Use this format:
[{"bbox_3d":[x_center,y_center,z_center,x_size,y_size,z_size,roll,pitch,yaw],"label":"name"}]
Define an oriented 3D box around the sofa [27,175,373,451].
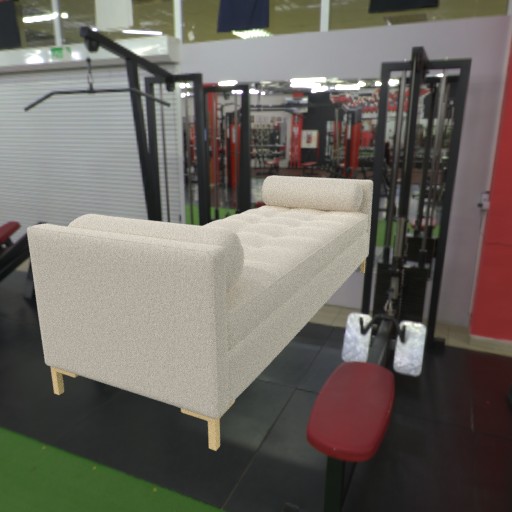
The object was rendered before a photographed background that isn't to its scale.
[{"bbox_3d":[0.000,0.000,2.230,0.746,0.641,1.985,8,17,25],"label":"sofa"}]
